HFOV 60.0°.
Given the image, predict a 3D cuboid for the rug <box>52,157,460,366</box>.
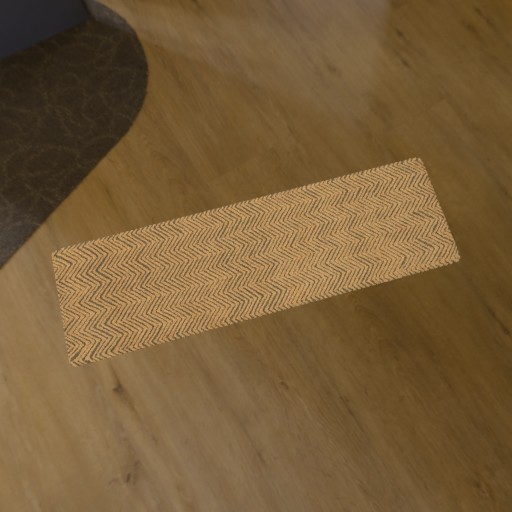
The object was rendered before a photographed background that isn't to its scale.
[{"bbox_3d":[0.000,0.000,2.575,2.286,0.008,0.686,-15,76,-4],"label":"rug"}]
